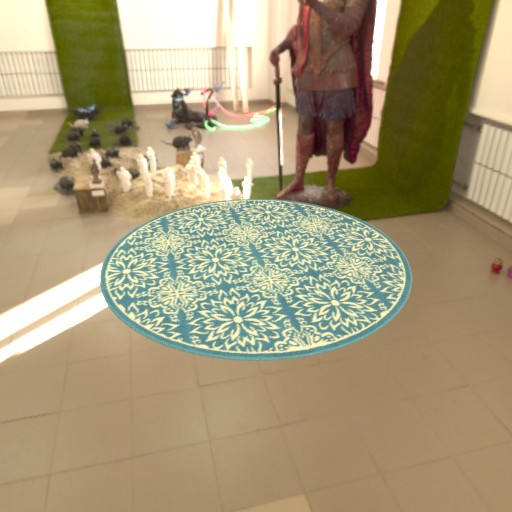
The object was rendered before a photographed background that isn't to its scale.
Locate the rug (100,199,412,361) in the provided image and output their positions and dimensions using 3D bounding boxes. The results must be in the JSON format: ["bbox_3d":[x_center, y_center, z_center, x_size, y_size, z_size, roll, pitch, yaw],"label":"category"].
[{"bbox_3d":[0.000,0.000,2.363,1.593,0.012,1.593,0,30,0],"label":"rug"}]
